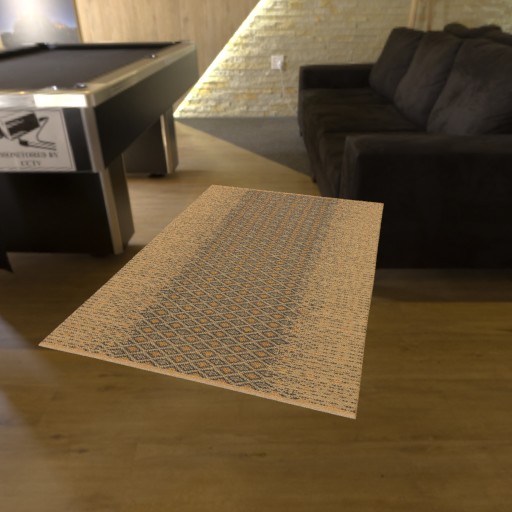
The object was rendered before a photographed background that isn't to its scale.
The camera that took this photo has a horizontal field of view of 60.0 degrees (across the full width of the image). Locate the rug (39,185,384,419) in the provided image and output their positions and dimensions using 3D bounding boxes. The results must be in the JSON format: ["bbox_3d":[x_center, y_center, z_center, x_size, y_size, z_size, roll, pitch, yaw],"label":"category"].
[{"bbox_3d":[0.000,0.000,2.332,1.219,0.005,1.828,9,31,15],"label":"rug"}]
